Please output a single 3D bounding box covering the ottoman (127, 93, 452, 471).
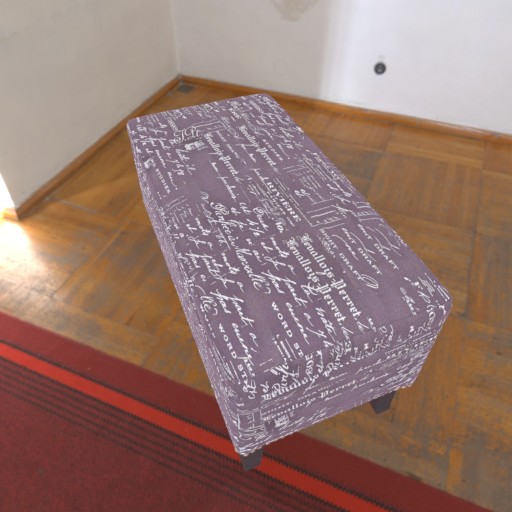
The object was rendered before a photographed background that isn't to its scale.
[{"bbox_3d":[0.000,0.000,1.078,0.406,0.457,0.813,-17,49,-15],"label":"ottoman"}]
